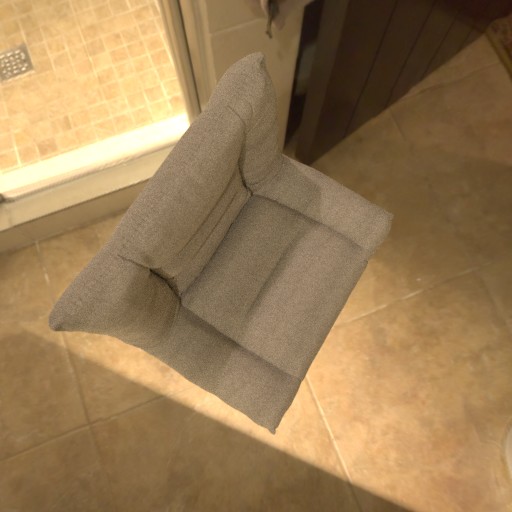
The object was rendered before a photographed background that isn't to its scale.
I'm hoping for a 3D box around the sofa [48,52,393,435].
[{"bbox_3d":[0.000,0.000,1.709,0.847,0.795,1.144,31,77,8],"label":"sofa"}]
